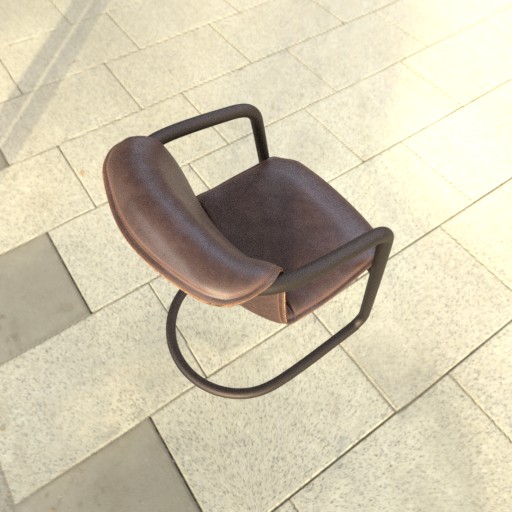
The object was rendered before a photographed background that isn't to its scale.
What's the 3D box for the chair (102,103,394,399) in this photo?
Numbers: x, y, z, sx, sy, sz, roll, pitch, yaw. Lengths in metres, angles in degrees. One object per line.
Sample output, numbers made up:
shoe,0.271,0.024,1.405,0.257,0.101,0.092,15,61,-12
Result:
chair,0.000,0.000,1.262,0.664,0.836,0.536,-33,64,-18
